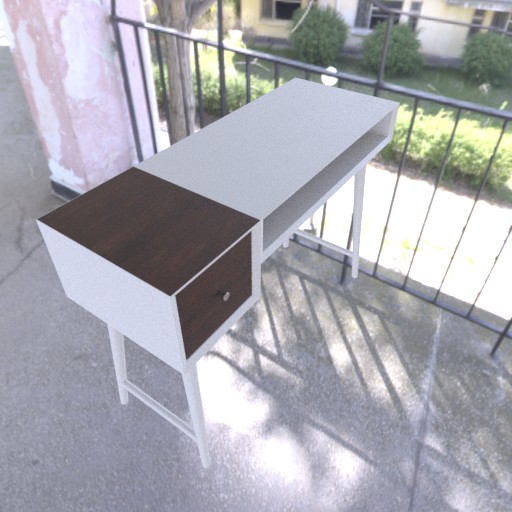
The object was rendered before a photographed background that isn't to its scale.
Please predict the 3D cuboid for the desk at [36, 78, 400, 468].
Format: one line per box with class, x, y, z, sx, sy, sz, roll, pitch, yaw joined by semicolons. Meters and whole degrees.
desk;0.000;0.000;1.448;0.409;0.761;1.069;25;47;26
